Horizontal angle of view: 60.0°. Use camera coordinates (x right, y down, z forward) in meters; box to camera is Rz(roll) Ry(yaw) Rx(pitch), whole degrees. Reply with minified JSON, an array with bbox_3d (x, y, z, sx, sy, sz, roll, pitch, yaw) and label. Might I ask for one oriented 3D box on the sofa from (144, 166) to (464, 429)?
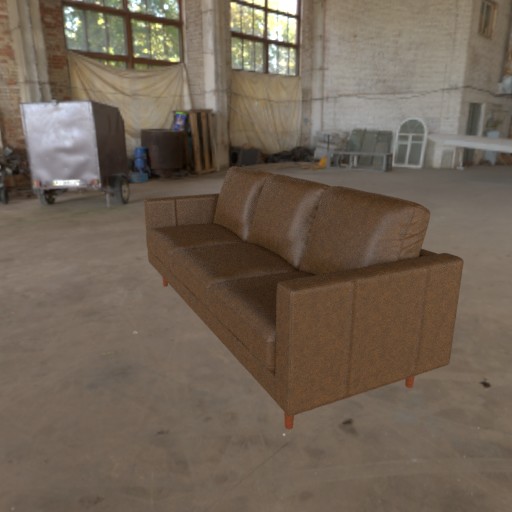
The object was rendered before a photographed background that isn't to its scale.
[{"bbox_3d":[0.000,0.000,2.739,0.903,0.930,2.231,-8,18,-25],"label":"sofa"}]
